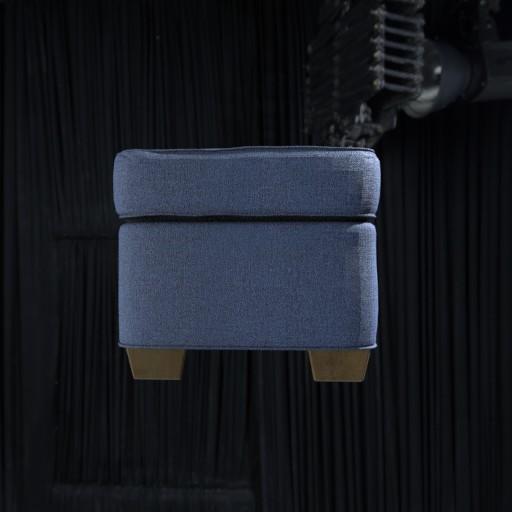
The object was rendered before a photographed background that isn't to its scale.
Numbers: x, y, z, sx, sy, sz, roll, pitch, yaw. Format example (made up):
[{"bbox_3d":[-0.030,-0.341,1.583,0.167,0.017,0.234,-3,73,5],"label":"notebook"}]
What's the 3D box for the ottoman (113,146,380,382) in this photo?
[{"bbox_3d":[0.000,0.000,1.361,0.515,0.460,1.110,0,1,2],"label":"ottoman"}]
